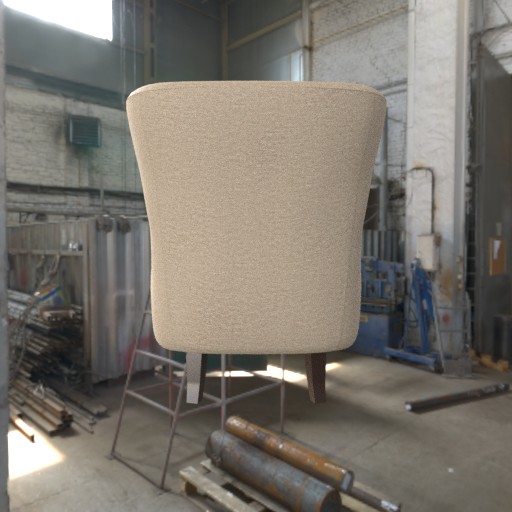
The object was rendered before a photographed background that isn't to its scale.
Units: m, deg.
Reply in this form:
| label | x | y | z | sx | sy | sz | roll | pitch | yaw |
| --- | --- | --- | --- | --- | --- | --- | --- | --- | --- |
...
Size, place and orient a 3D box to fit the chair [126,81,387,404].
| label | x | y | z | sx | sy | sz | roll | pitch | yaw |
| --- | --- | --- | --- | --- | --- | --- | --- | --- | --- |
| chair | 0.000 | 0.000 | 1.738 | 0.861 | 1.064 | 0.984 | 0 | 2 | 0 |
